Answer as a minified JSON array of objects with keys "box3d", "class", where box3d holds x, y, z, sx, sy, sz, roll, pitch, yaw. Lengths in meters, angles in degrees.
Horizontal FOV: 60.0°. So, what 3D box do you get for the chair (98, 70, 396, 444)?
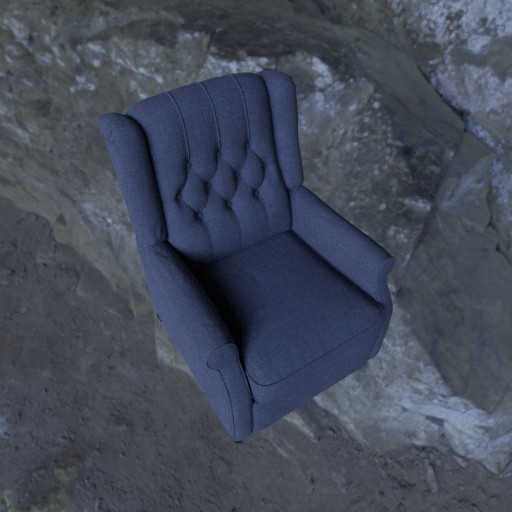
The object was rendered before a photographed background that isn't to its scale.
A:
[{"box3d":[0.000,0.000,1.620,0.742,1.035,0.898,-25,51,-22],"class":"chair"}]
